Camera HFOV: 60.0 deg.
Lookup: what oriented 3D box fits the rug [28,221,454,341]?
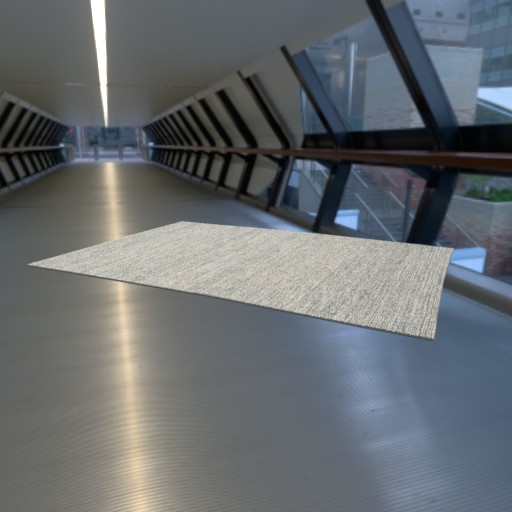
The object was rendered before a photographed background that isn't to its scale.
[{"bbox_3d":[0.000,0.000,2.912,2.338,0.030,1.616,7,17,25],"label":"rug"}]
